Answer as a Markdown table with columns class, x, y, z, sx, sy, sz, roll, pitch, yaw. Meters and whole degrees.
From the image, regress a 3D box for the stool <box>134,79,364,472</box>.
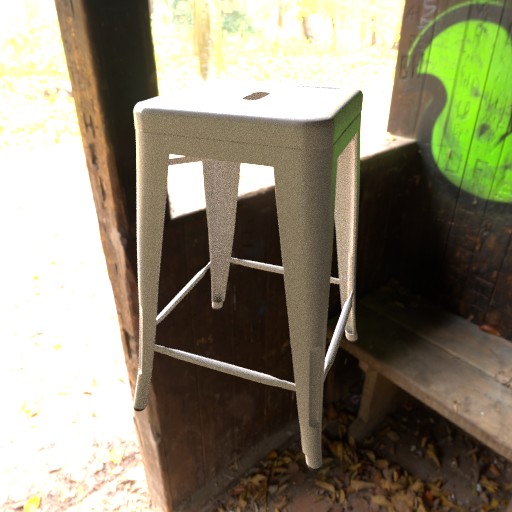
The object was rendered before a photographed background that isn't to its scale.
| class | x | y | z | sx | sy | sz | roll | pitch | yaw |
| --- | --- | --- | --- | --- | --- | --- | --- | --- | --- |
| stool | 0.000 | 0.000 | 0.880 | 0.406 | 0.610 | 0.406 | 11 | 32 | 18 |
